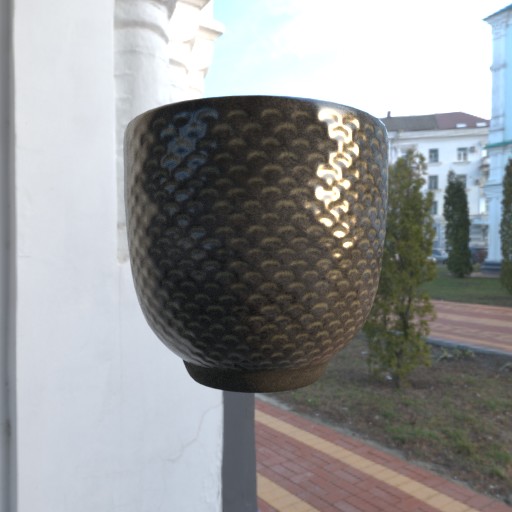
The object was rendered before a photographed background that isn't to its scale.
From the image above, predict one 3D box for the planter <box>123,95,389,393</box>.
[{"bbox_3d":[0.000,0.000,0.301,0.172,0.160,0.172,0,1,0],"label":"planter"}]
